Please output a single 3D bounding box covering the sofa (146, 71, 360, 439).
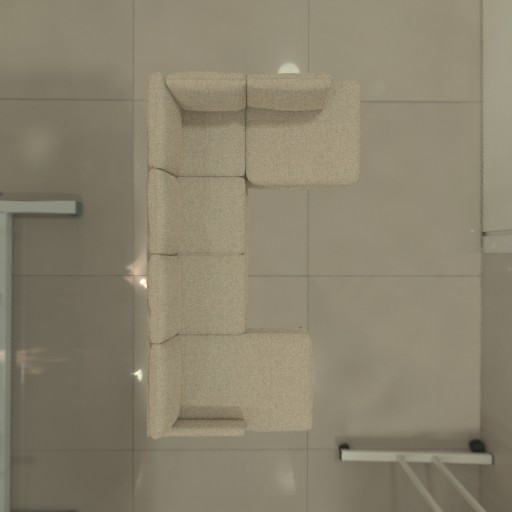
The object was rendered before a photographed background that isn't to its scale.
[{"bbox_3d":[0.000,0.000,4.332,2.021,0.996,3.423,0,90,-1],"label":"sofa"}]
